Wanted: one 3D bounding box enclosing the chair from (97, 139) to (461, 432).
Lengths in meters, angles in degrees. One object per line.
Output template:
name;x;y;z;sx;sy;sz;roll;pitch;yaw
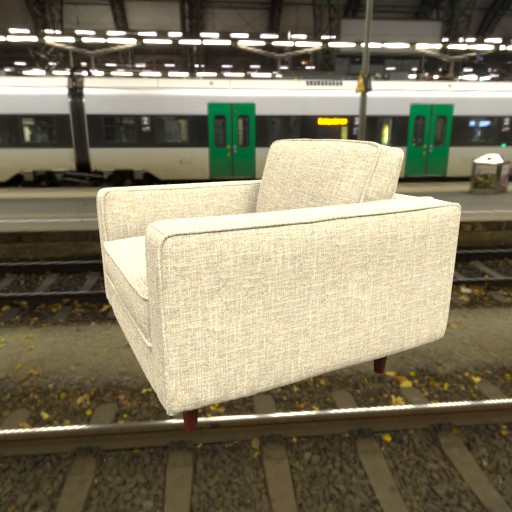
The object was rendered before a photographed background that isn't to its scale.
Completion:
chair;0.000;0.000;1.501;0.914;0.765;0.889;-8;17;-26
